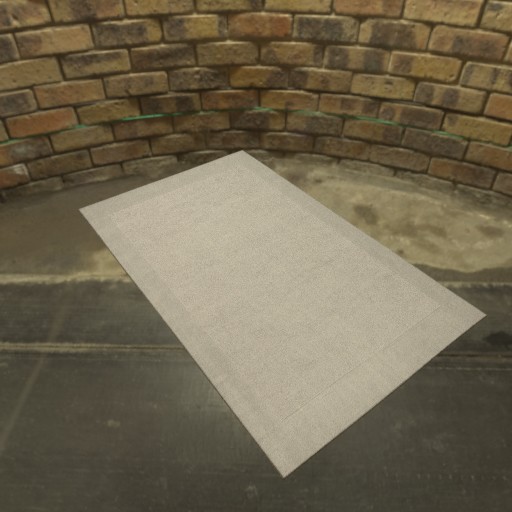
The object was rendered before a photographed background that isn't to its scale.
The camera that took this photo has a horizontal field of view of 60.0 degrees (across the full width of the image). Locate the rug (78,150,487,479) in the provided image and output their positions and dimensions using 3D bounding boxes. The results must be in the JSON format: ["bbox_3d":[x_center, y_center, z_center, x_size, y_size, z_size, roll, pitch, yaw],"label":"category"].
[{"bbox_3d":[0.000,0.000,2.955,1.524,0.014,2.438,-27,48,-26],"label":"rug"}]
